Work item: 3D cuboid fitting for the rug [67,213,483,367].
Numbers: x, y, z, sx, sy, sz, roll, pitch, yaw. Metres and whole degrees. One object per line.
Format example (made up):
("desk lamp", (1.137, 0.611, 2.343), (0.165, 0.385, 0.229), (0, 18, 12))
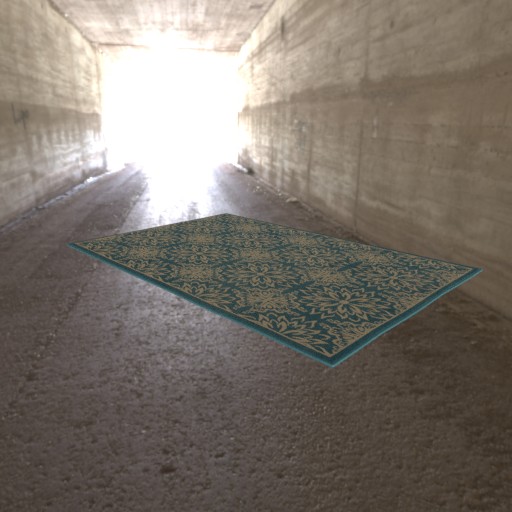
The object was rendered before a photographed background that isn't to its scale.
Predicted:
("rug", (0.000, 0.000, 2.310), (1.833, 0.012, 1.211), (17, 24, 42))
